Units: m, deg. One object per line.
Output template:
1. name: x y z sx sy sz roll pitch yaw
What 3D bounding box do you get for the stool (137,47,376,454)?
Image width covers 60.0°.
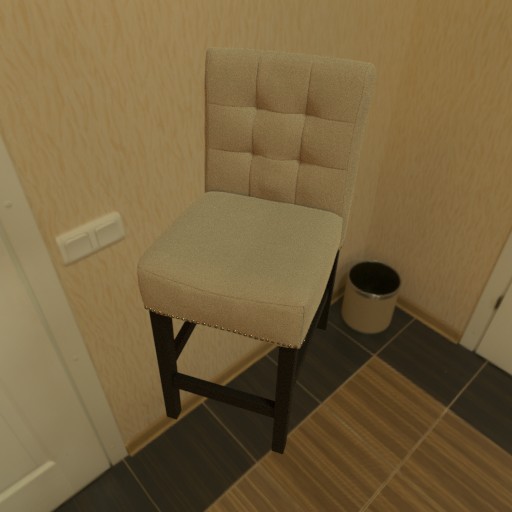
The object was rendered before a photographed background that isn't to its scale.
1. stool: 0.000 0.000 1.177 0.427 0.885 0.571 12 42 14
